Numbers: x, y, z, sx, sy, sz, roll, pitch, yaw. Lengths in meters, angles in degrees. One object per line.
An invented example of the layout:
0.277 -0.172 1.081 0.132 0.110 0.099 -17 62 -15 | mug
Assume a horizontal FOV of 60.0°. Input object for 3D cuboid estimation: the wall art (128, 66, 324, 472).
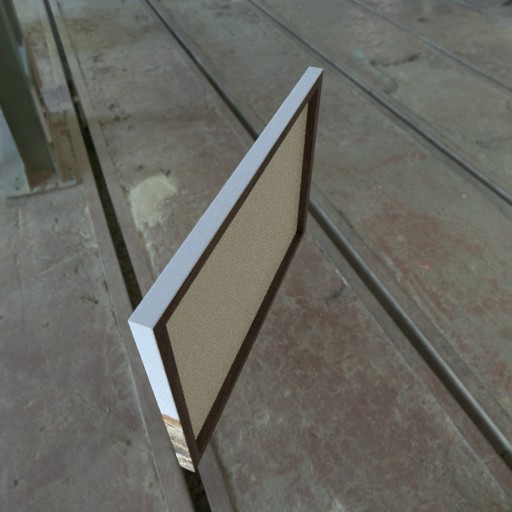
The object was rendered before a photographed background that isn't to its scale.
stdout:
0.000 0.000 1.432 0.051 0.761 1.138 16 49 15 | wall art
